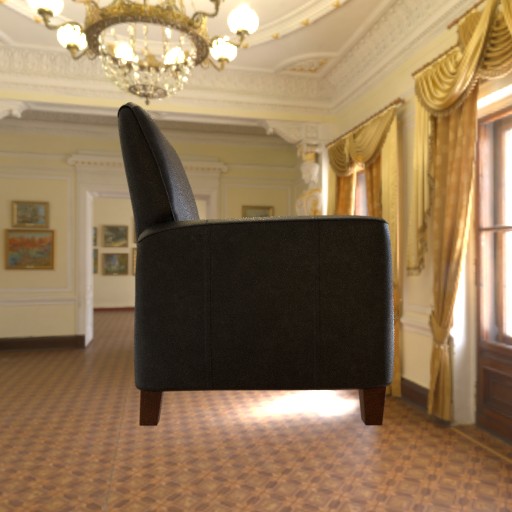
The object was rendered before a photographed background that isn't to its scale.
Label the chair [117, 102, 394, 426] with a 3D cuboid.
[{"bbox_3d":[0.000,0.000,1.686,0.864,1.014,0.848,0,-1,0],"label":"chair"}]
